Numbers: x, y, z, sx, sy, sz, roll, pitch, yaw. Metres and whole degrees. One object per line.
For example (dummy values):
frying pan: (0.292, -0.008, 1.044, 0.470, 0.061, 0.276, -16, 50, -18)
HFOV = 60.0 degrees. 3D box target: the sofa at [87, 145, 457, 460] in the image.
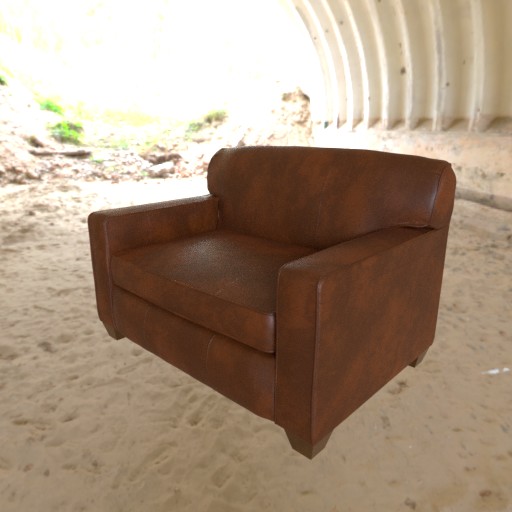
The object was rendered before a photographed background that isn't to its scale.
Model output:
sofa: (0.000, 0.000, 2.048, 1.413, 0.956, 1.000, 15, 23, 41)
